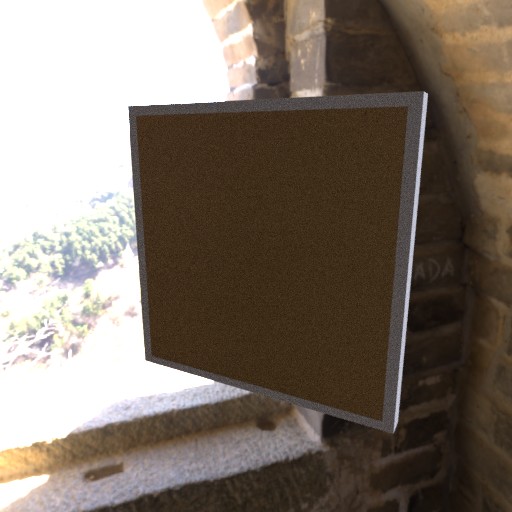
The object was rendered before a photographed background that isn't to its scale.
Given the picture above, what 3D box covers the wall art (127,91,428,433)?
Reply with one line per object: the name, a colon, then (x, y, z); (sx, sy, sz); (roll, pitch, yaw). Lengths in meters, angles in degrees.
wall art: (0.000, 0.000, 0.764); (0.508, 0.507, 0.035); (8, 16, 27)
